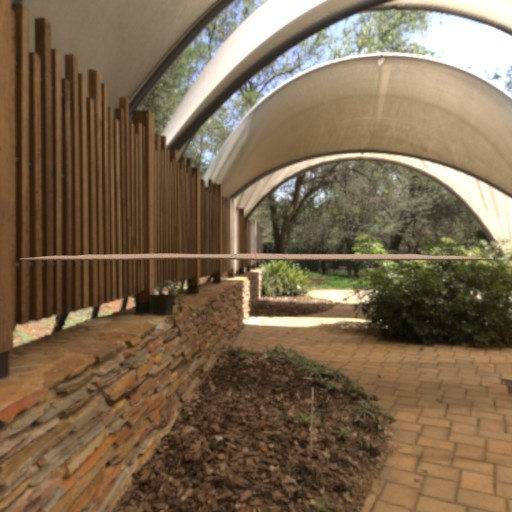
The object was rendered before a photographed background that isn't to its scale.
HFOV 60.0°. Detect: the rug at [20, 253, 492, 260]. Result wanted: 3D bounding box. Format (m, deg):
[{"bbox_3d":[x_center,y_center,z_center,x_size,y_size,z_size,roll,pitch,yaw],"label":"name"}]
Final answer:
[{"bbox_3d":[0.000,0.000,2.324,1.829,0.013,1.220,0,1,0],"label":"rug"}]
